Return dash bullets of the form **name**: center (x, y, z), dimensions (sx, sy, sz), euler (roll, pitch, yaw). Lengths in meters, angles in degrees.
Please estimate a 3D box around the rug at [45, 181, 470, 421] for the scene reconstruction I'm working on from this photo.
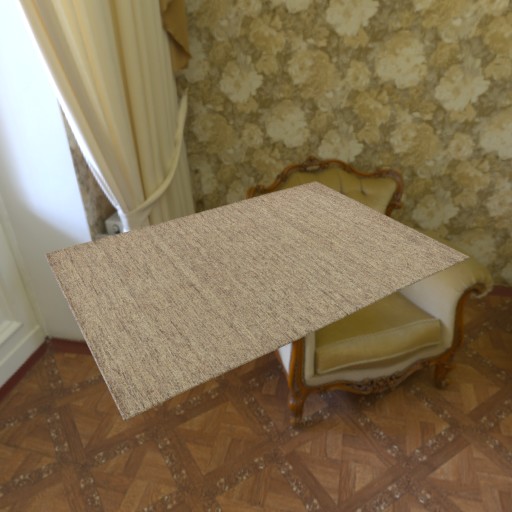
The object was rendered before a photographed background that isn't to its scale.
- **rug**: center (0.000, 0.000, 2.870), dimensions (2.283, 0.013, 1.547), euler (-19, 36, -28)
